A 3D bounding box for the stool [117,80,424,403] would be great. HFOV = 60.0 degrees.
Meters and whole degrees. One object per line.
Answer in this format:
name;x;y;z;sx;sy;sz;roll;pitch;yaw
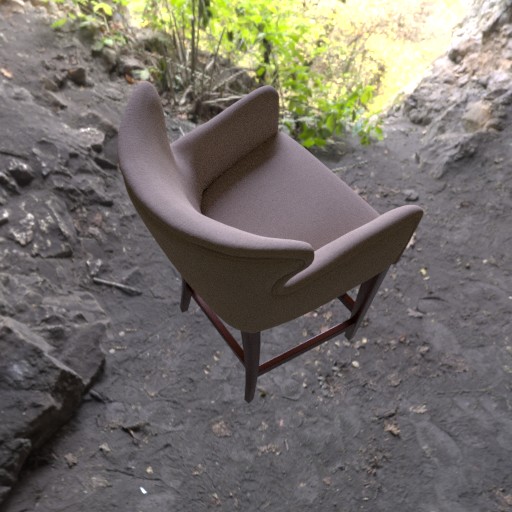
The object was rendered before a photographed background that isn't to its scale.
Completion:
stool;0.000;0.000;1.317;0.570;0.951;0.601;-32;62;-19
